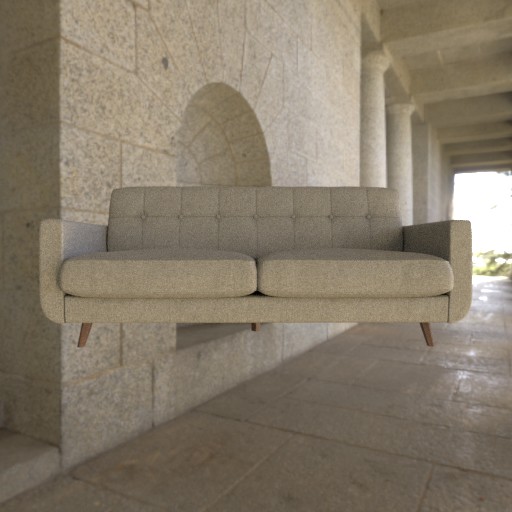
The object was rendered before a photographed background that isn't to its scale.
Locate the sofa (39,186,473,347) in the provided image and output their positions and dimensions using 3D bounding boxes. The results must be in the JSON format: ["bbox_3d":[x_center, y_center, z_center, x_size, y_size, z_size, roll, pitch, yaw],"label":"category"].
[{"bbox_3d":[0.000,0.000,2.508,2.055,0.873,0.968,0,1,-1],"label":"sofa"}]
